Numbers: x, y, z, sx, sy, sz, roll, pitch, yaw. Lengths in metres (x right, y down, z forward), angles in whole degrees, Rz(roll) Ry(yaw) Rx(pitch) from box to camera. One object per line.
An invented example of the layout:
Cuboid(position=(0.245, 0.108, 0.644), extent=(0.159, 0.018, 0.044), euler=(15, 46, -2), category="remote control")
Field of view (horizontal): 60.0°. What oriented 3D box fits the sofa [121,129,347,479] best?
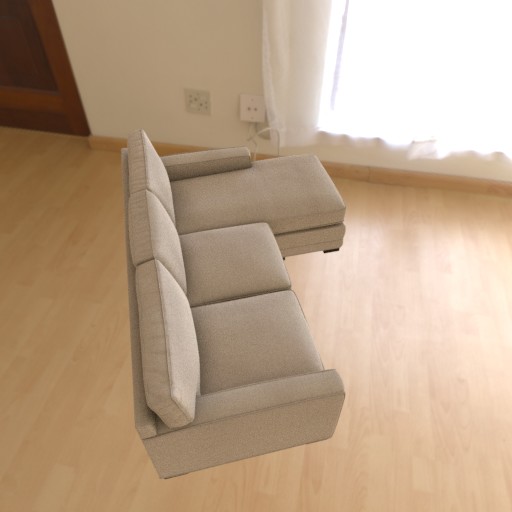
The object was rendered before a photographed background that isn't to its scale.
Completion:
Cuboid(position=(0.000, 0.000, 2.764), extent=(1.496, 0.861, 2.087), euler=(-10, 47, -9), category="sofa")
